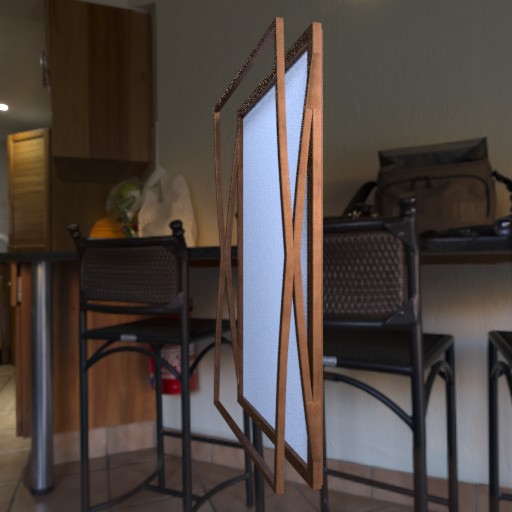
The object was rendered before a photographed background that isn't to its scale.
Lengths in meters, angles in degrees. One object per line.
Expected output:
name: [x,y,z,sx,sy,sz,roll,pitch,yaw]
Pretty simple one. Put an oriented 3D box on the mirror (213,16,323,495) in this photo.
mirror: [0.000,0.000,0.941,0.082,0.768,0.468,0,0,-18]
